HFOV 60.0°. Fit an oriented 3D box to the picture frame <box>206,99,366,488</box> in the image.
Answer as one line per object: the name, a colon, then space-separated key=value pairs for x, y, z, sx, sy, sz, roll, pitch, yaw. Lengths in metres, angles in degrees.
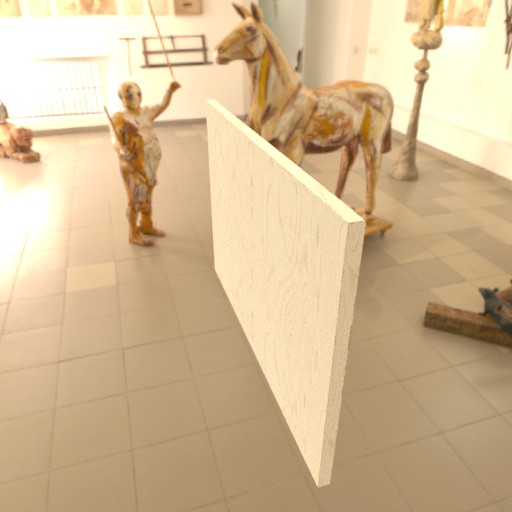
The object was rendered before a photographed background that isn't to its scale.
picture frame: x=0.000 y=0.000 z=1.200 sx=0.029 sy=0.640 sz=0.950 roll=-9 pitch=31 yaw=-16
